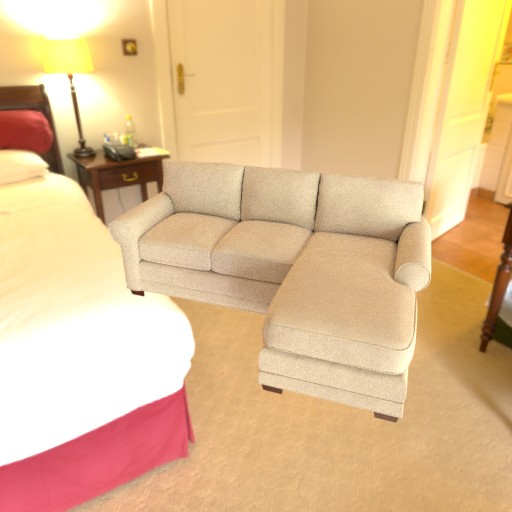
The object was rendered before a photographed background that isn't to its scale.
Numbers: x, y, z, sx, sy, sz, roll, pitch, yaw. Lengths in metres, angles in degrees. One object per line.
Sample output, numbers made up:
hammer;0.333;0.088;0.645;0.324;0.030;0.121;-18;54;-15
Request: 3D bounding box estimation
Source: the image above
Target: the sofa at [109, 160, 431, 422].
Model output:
sofa;0.000;0.000;2.400;1.770;0.734;1.226;9;27;17
